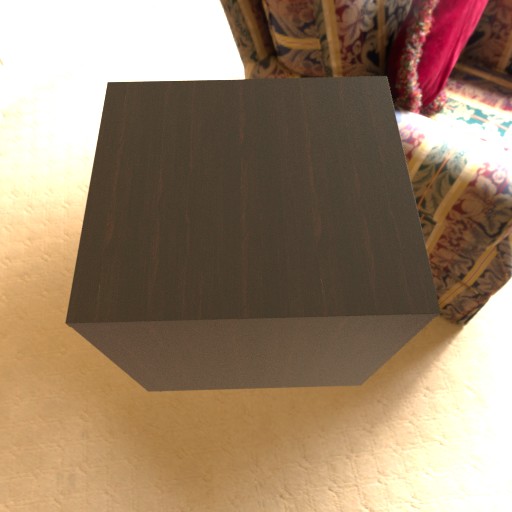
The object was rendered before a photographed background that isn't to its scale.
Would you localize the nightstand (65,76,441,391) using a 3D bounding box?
[{"bbox_3d":[0.000,0.000,0.821,0.461,0.460,0.400,-1,63,-1],"label":"nightstand"}]
